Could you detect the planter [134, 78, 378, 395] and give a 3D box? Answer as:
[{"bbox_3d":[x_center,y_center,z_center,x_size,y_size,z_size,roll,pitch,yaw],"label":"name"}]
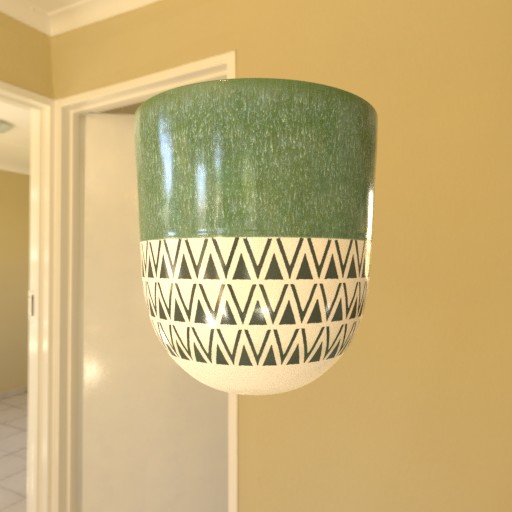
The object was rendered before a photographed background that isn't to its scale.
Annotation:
[{"bbox_3d":[0.000,0.000,0.365,0.195,0.214,0.195,0,-1,0],"label":"planter"}]
